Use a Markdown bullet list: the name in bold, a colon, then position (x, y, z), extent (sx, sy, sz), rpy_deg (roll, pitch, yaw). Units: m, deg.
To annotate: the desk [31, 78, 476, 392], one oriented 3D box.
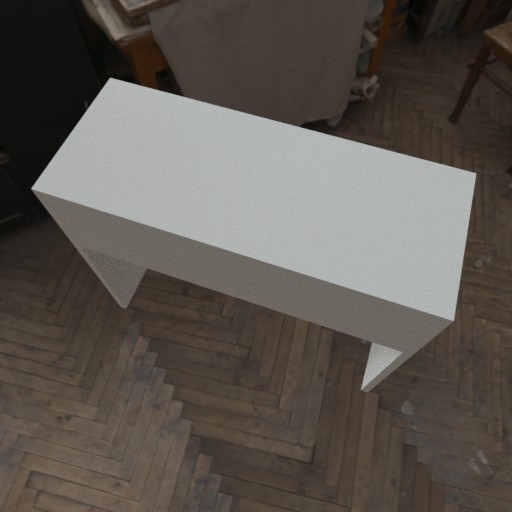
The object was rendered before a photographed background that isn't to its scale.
- **desk**: position (0.000, 0.000, 1.422), extent (1.000, 0.790, 0.400), rpy_deg (17, 64, 9)
